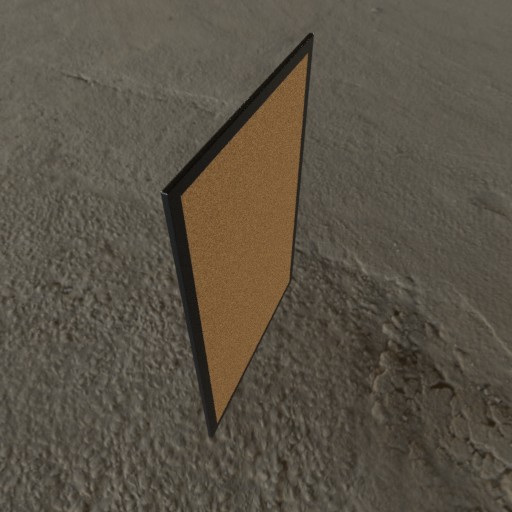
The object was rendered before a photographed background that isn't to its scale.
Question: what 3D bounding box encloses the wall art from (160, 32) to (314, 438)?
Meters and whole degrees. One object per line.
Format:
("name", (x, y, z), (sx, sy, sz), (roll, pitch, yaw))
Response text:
("wall art", (0.000, 0.000, 1.257), (0.013, 0.967, 0.707), (18, 49, 16))
